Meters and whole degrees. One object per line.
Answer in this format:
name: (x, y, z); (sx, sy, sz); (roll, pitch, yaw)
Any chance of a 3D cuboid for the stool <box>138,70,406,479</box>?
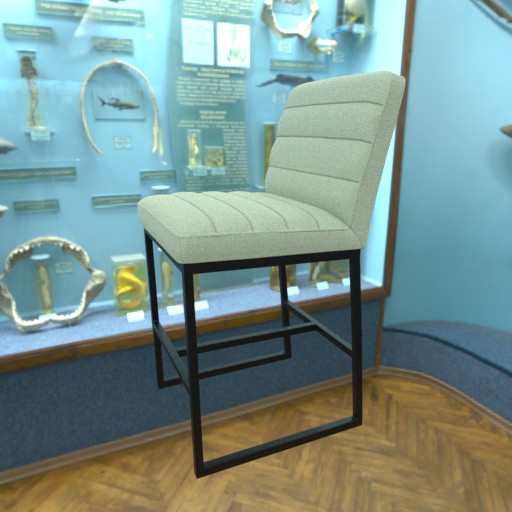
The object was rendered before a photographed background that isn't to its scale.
stool: (0.000, 0.000, 1.225); (0.560, 0.940, 0.460); (-7, 18, -23)
